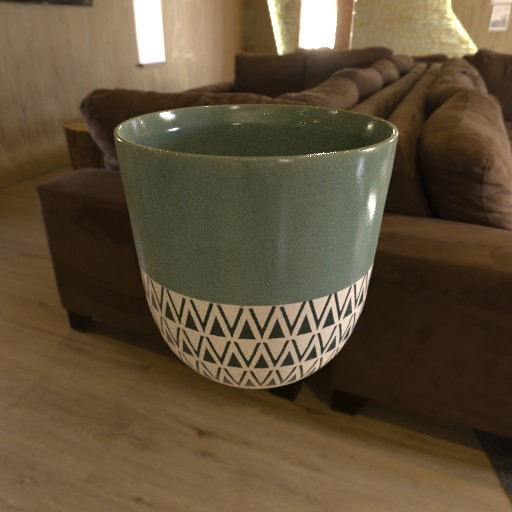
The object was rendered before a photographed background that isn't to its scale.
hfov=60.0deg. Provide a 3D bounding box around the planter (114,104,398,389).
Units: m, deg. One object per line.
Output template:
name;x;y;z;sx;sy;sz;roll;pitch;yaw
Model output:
planter;0.000;0.000;0.368;0.198;0.214;0.198;0;27;0
